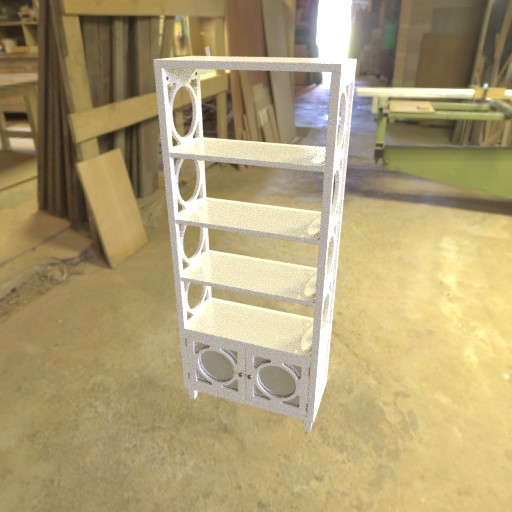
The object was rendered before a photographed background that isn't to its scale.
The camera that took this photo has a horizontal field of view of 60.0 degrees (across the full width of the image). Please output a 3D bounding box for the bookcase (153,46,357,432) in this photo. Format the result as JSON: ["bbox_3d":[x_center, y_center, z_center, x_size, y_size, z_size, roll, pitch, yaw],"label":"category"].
[{"bbox_3d":[0.000,0.000,2.200,0.761,1.869,0.361,9,28,18],"label":"bookcase"}]
